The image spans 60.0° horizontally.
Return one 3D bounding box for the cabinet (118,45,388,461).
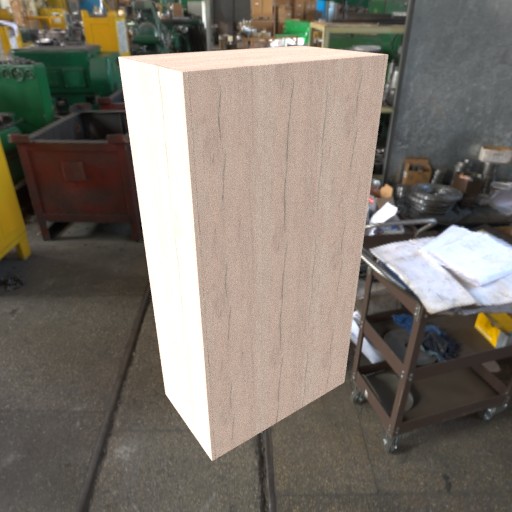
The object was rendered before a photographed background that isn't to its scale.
[{"bbox_3d":[0.000,0.000,2.333,0.980,1.930,0.580,-19,35,-30],"label":"cabinet"}]
